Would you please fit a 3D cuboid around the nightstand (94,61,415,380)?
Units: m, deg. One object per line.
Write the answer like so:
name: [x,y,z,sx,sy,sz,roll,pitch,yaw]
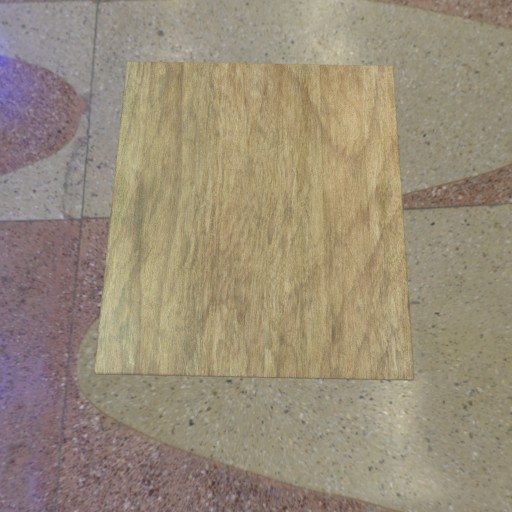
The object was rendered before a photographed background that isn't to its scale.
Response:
nightstand: [0.000,0.000,0.881,0.406,0.559,0.457,1,76,0]
